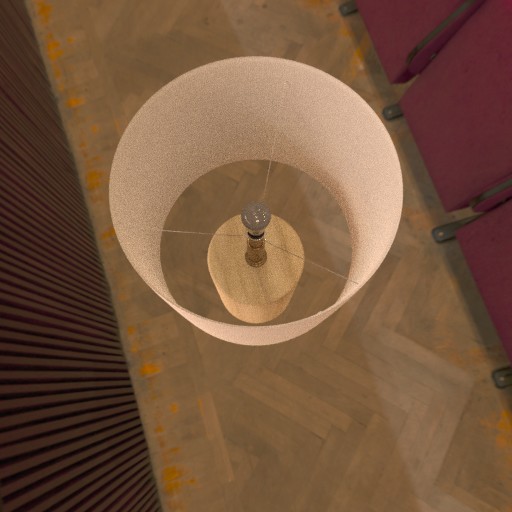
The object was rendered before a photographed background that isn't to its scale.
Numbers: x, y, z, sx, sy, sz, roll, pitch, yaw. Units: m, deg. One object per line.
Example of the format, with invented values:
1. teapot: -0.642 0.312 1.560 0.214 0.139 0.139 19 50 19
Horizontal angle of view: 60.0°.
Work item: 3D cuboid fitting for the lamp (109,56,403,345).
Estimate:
1. lamp: 0.000 0.000 0.555 0.228 0.444 0.228 -16 75 -4
